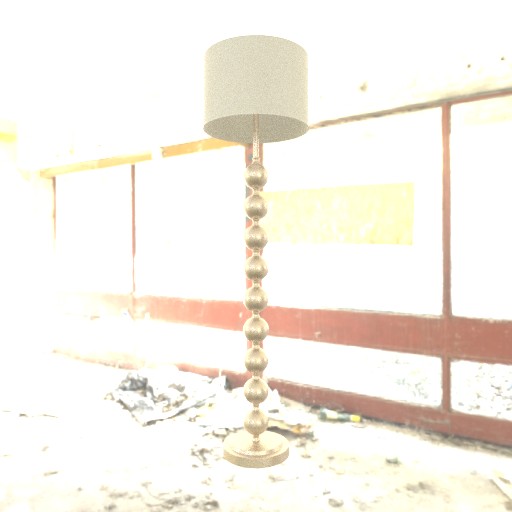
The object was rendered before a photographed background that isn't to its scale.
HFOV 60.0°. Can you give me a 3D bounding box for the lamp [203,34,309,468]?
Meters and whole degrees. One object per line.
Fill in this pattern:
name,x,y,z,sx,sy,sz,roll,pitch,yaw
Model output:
lamp,0.000,0.000,1.660,0.394,1.474,0.394,0,0,-37
